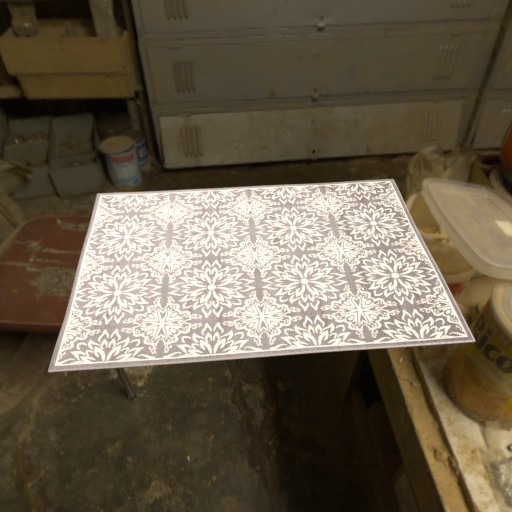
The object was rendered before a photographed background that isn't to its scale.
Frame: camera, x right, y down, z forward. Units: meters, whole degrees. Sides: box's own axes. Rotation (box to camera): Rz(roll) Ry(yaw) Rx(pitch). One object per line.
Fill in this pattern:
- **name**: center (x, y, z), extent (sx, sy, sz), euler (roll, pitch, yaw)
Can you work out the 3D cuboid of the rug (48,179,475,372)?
- **rug**: center (0.000, 0.000, 2.330), extent (1.847, 0.012, 1.224), euler (-3, 45, -3)
